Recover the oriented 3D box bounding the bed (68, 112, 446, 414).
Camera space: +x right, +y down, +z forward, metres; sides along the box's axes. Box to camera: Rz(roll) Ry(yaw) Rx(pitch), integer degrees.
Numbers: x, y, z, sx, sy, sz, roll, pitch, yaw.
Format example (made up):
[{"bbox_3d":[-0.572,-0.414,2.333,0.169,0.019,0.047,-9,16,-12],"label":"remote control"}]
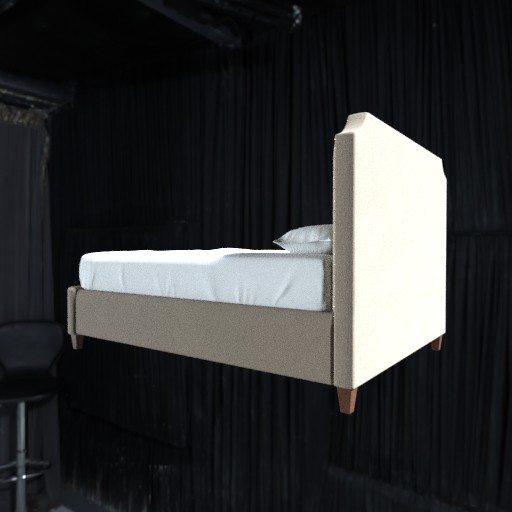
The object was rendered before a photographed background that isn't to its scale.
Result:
[{"bbox_3d":[0.000,0.000,3.358,2.329,1.415,1.703,1,1,36],"label":"bed"}]
